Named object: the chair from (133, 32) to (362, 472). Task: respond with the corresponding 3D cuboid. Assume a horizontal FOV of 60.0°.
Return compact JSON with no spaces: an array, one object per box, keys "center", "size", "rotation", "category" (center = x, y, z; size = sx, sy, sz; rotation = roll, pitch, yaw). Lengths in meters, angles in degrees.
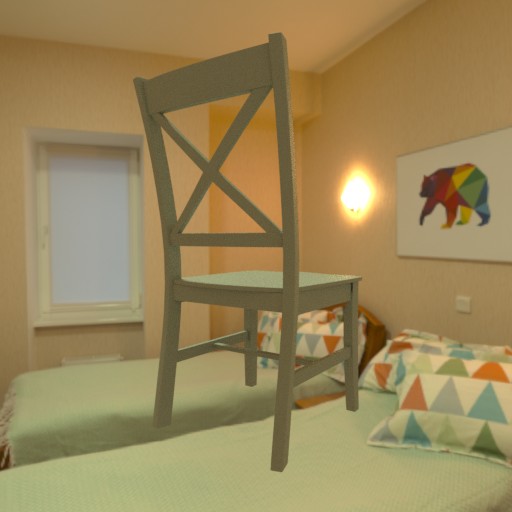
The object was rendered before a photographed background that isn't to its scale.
[{"center":[0.000,0.000,1.305],"size":[0.485,0.983,0.542],"rotation":[2,3,36],"category":"chair"}]
